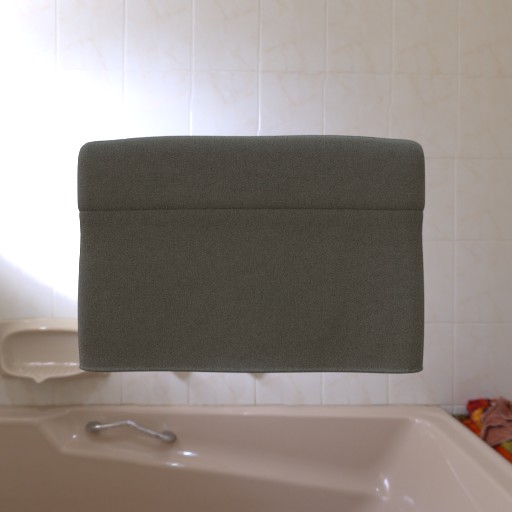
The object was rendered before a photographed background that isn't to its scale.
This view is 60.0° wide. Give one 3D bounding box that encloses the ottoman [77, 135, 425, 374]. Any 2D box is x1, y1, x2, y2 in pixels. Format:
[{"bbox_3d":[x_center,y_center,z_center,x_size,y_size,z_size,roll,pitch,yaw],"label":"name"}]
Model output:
[{"bbox_3d":[0.000,0.000,1.208,0.648,0.461,0.833,0,1,1],"label":"ottoman"}]
